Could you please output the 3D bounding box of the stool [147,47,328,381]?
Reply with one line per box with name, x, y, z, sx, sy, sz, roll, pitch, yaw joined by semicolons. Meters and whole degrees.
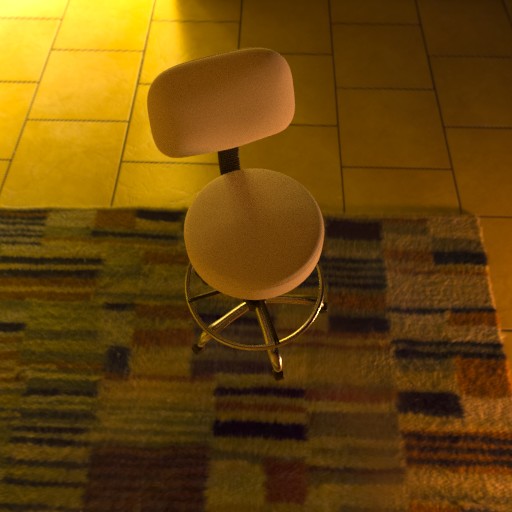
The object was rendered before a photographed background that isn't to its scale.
stool;0.000;0.000;1.445;0.609;1.080;0.616;-16;64;-8
